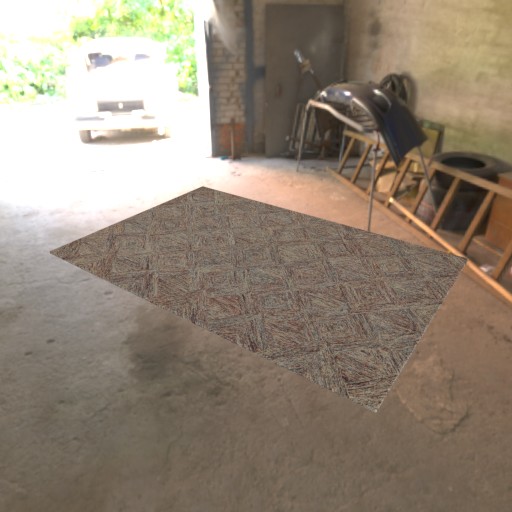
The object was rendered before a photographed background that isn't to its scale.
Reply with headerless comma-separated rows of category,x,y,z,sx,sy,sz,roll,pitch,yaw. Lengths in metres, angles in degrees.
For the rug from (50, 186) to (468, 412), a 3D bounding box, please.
rug,0.000,0.000,2.903,2.285,0.019,1.523,19,35,31
